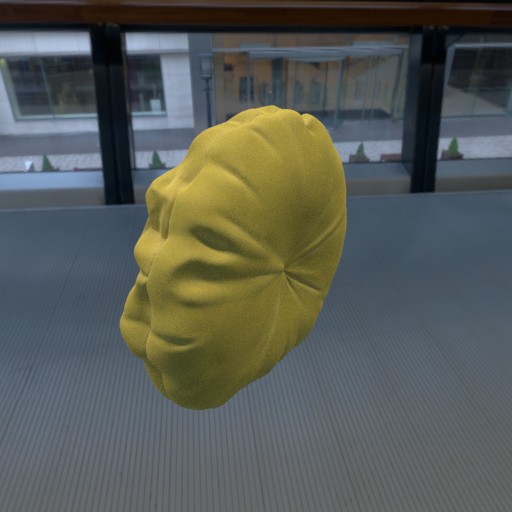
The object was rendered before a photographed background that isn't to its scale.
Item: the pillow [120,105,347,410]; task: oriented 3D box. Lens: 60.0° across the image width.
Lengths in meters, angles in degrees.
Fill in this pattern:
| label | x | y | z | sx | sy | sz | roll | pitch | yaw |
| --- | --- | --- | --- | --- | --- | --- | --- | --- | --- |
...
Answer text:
| label | x | y | z | sx | sy | sz | roll | pitch | yaw |
| --- | --- | --- | --- | --- | --- | --- | --- | --- | --- |
| pillow | 0.000 | 0.000 | 0.634 | 0.148 | 0.407 | 0.428 | 22 | 38 | 31 |
